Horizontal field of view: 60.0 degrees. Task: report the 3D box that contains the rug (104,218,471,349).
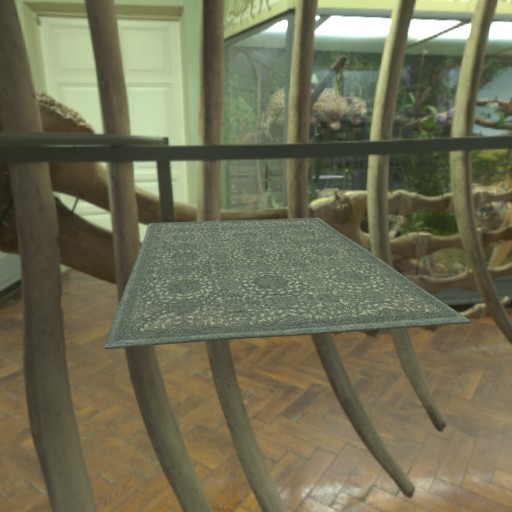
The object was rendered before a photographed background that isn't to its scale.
[{"bbox_3d":[0.000,0.000,2.300,1.224,0.016,1.830,-3,17,-9],"label":"rug"}]
